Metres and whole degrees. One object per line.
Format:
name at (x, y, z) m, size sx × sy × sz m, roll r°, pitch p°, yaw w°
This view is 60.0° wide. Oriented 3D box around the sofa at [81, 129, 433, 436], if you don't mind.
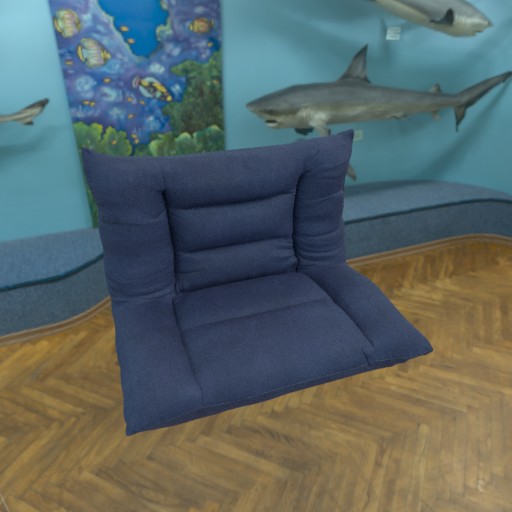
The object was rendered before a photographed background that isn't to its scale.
sofa at (0.000, 0.000, 1.685) m, size 1.122 × 0.778 × 0.849 m, roll -10°, pitch 32°, yaw -17°
